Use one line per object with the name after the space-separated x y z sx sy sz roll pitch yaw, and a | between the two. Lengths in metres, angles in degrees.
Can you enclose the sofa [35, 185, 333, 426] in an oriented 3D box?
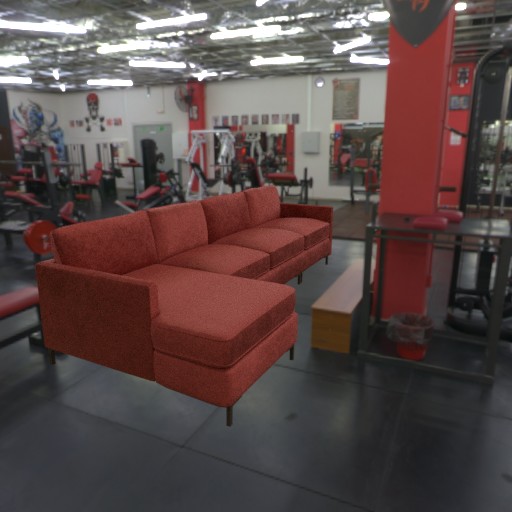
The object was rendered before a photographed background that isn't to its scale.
0.000 0.000 4.008 1.500 0.967 3.400 8 17 27 | sofa
